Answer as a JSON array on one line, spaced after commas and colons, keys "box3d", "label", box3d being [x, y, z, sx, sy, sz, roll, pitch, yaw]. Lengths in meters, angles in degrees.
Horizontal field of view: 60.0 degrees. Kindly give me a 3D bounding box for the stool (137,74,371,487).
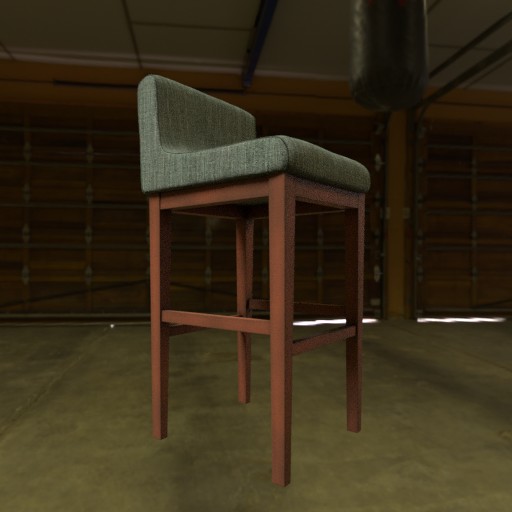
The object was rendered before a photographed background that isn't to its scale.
[{"box3d": [0.000, 0.000, 1.207, 0.499, 0.965, 0.426, 0, 0, 37], "label": "stool"}]
